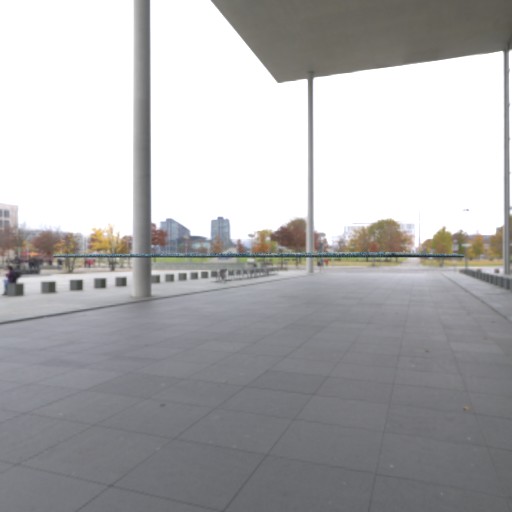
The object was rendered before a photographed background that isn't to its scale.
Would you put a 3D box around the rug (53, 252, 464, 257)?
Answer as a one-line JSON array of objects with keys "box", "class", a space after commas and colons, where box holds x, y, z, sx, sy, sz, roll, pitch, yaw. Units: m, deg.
[{"box": [0.000, 0.000, 2.364, 1.829, 0.016, 1.219, 0, 0, 35], "class": "rug"}]
